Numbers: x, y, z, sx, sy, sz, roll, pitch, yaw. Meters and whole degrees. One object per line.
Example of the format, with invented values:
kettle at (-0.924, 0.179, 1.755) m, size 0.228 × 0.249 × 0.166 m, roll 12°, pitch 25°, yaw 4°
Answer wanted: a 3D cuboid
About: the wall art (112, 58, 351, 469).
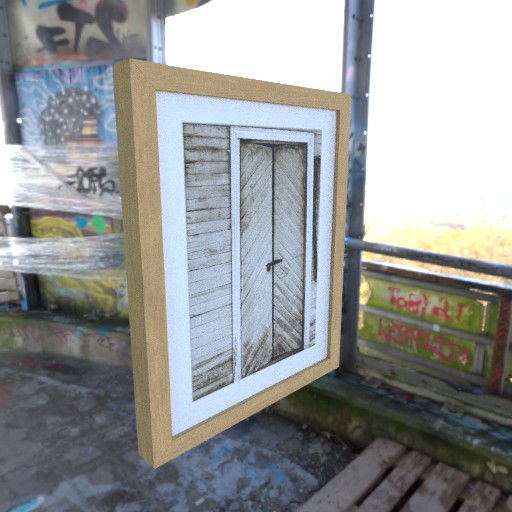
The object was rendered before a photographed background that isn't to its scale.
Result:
wall art at (0.000, 0.000, 0.514) m, size 0.312 × 0.380 × 0.030 m, roll -12°, pitch 18°, yaw -43°
